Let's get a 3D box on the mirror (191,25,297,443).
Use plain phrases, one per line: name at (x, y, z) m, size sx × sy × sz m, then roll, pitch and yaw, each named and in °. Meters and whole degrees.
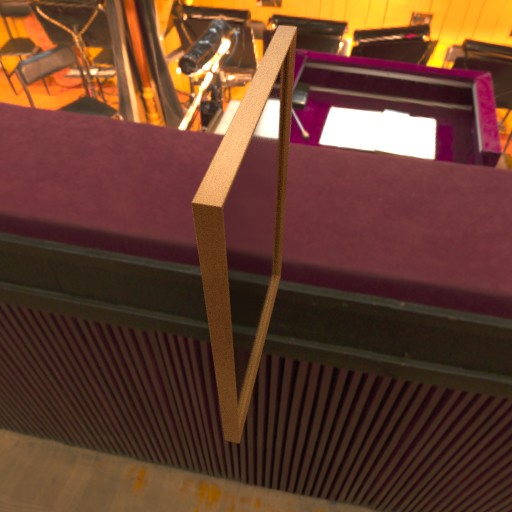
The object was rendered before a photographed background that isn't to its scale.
mirror at (0.000, 0.000, 0.909) m, size 0.039 × 0.710 × 0.507 m, roll 10°, pitch 48°, yaw 9°
